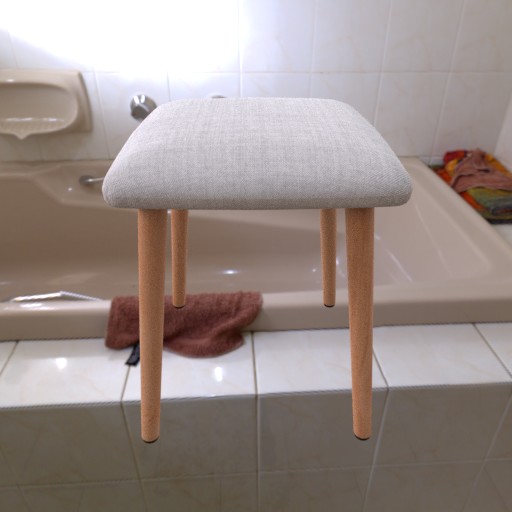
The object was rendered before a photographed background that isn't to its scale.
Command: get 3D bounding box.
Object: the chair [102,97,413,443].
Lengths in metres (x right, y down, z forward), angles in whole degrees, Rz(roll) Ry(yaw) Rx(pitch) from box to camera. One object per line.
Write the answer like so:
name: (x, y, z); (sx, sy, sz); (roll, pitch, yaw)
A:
chair: (0.000, 0.000, 0.695); (0.350, 0.440, 0.350); (0, 32, -1)
